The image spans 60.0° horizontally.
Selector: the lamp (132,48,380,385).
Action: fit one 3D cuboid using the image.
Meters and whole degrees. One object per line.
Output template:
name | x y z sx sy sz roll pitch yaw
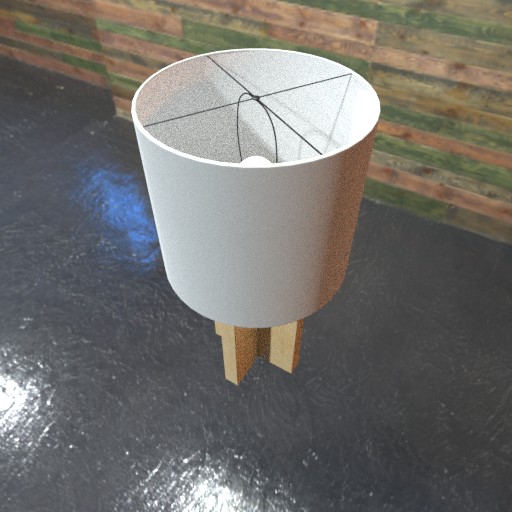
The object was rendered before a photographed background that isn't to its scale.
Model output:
lamp | 0.000 0.000 0.566 0.229 0.428 0.229 24 50 21
